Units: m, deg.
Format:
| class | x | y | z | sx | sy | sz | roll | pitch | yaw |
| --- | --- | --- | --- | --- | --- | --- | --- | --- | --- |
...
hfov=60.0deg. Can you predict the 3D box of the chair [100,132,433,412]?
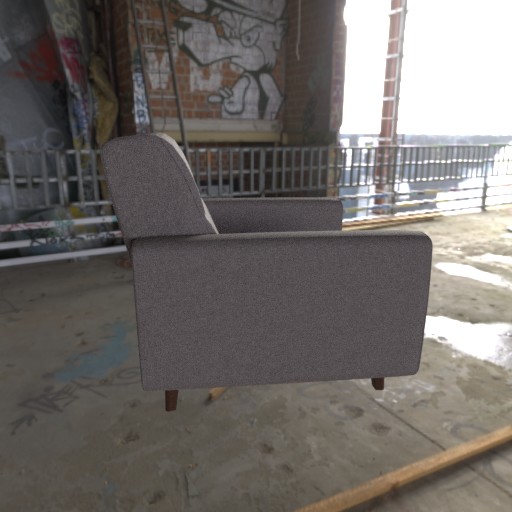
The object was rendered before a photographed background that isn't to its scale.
| class | x | y | z | sx | sy | sz | roll | pitch | yaw |
| --- | --- | --- | --- | --- | --- | --- | --- | --- | --- |
| chair | 0.000 | 0.000 | 1.566 | 0.907 | 0.839 | 0.831 | -3 | 16 | -9 |
